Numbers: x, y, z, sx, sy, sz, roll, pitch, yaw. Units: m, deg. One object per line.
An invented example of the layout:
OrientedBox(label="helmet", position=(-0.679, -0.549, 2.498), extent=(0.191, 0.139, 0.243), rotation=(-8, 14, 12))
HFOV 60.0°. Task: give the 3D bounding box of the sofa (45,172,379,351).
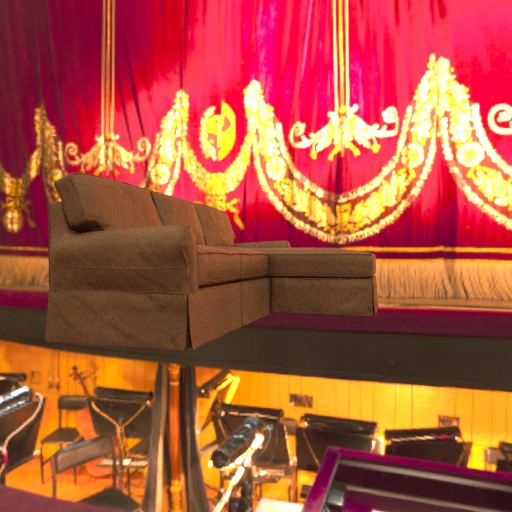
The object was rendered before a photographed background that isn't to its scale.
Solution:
OrientedBox(label="sofa", position=(0.000, 0.000, 3.360), extent=(1.733, 0.978, 2.475), rotation=(0, 0, 17))
